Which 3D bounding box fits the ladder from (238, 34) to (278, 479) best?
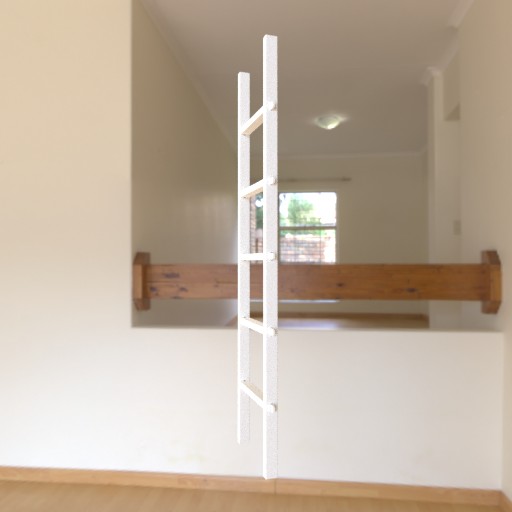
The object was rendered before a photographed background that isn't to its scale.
[{"bbox_3d":[0.000,0.000,1.987,0.051,1.797,0.452,0,-1,-19],"label":"ladder"}]
